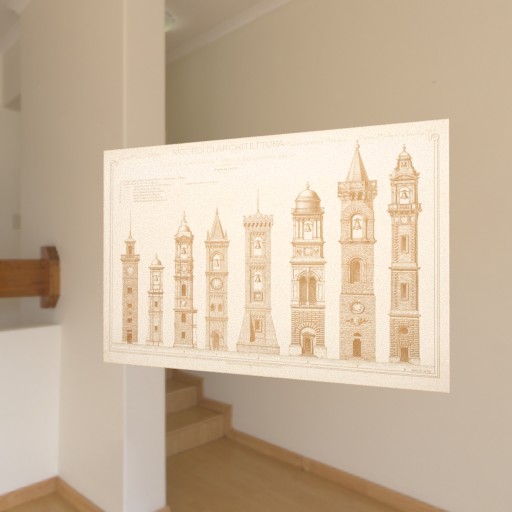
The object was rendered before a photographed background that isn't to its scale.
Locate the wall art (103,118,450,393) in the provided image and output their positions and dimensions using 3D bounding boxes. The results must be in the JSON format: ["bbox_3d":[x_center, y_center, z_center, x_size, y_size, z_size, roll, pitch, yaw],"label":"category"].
[{"bbox_3d":[0.000,0.000,1.144,0.915,0.608,0.033,0,0,19],"label":"wall art"}]
